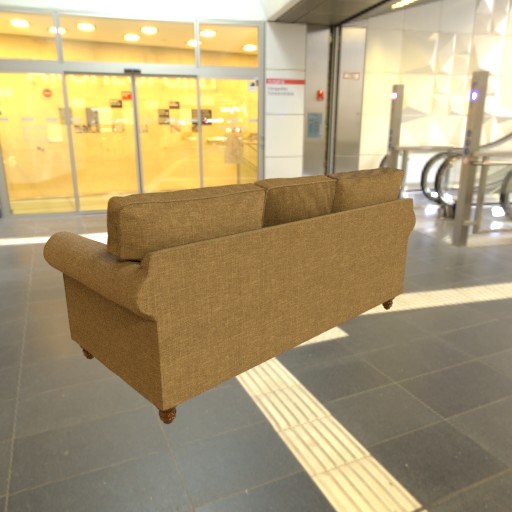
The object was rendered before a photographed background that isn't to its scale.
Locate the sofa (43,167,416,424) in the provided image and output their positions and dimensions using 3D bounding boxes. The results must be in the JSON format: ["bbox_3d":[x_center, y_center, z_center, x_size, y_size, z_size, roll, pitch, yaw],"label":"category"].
[{"bbox_3d":[0.000,0.000,2.588,2.084,0.961,0.916,-15,22,-42],"label":"sofa"}]
